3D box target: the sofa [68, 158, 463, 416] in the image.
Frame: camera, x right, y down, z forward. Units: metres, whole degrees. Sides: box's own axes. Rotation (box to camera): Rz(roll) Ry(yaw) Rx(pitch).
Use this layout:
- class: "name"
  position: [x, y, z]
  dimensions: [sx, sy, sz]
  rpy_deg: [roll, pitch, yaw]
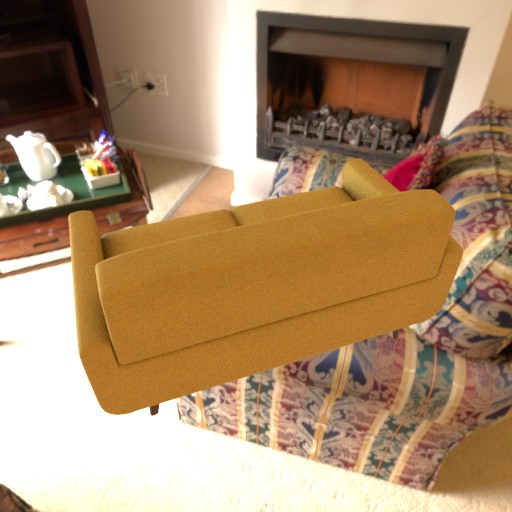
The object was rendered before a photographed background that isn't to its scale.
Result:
- class: "sofa"
  position: [0.000, 0.000, 2.141]
  dimensions: [1.631, 0.841, 0.909]
  rpy_deg: [-13, 42, -15]
